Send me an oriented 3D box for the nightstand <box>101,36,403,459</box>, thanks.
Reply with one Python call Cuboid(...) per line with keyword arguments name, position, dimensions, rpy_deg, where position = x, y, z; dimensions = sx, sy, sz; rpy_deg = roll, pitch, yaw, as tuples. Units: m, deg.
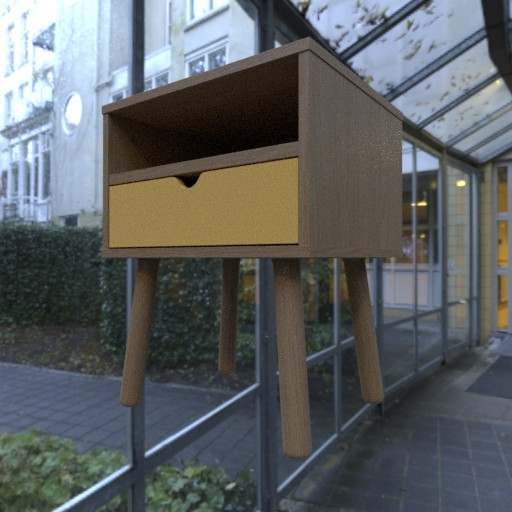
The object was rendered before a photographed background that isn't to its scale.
Cuboid(name="nightstand", position=(0.000, 0.000, 0.864), dimensions=(0.450, 0.571, 0.380), rpy_deg=(0, 0, 36))
